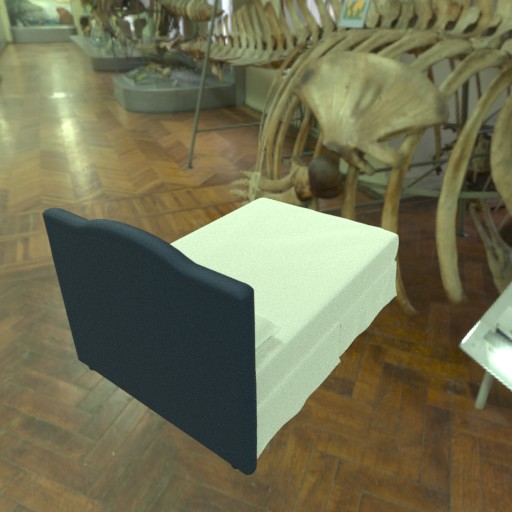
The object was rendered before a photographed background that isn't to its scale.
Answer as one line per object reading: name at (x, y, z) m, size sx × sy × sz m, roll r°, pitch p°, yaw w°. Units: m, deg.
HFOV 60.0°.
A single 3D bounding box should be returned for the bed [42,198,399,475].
bed at (0.000, 0.000, 3.650) m, size 1.741 × 1.441 × 2.507 m, roll 20°, pitch 35°, yaw 31°
